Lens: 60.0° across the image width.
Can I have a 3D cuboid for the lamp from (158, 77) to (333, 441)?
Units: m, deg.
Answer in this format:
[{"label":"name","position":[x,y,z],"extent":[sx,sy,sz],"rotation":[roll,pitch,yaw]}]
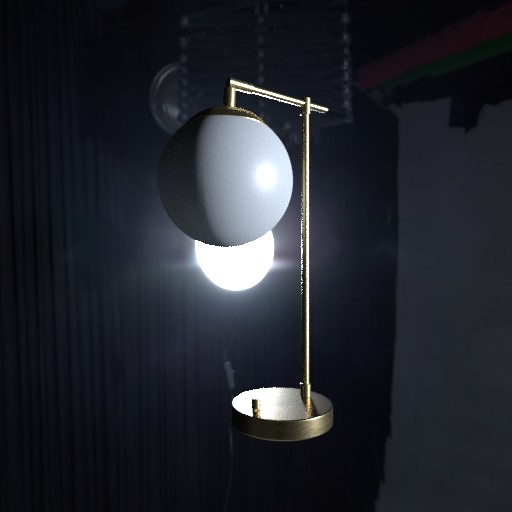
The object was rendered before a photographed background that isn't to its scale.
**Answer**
[{"label":"lamp","position":[0.000,0.000,0.720],"extent":[0.324,0.559,0.207],"rotation":[0,0,-37]}]
